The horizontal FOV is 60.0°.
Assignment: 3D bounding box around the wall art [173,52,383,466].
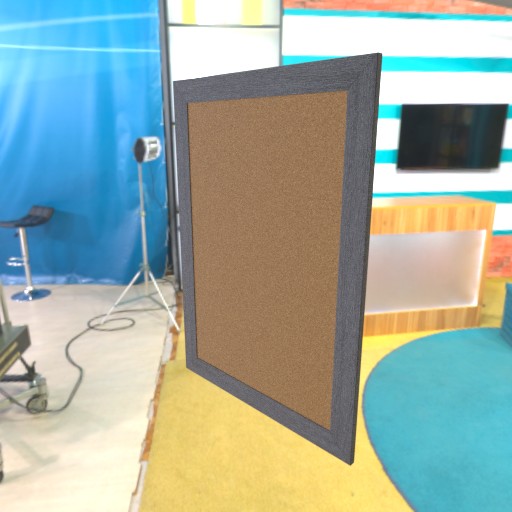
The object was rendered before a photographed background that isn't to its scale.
[{"bbox_3d":[0.000,0.000,1.372,0.768,1.070,0.020,15,21,43],"label":"wall art"}]
